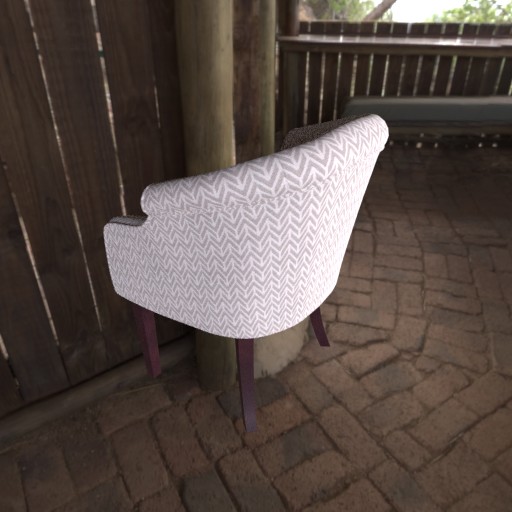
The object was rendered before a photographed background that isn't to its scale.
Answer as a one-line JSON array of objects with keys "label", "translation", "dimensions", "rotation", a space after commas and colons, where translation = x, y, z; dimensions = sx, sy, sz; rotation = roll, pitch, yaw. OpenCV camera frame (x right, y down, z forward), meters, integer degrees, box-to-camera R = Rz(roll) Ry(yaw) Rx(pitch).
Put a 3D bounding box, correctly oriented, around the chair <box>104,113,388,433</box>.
[{"label": "chair", "translation": [0.000, 0.000, 1.326], "dimensions": [0.613, 0.858, 0.686], "rotation": [20, 36, 31]}]
